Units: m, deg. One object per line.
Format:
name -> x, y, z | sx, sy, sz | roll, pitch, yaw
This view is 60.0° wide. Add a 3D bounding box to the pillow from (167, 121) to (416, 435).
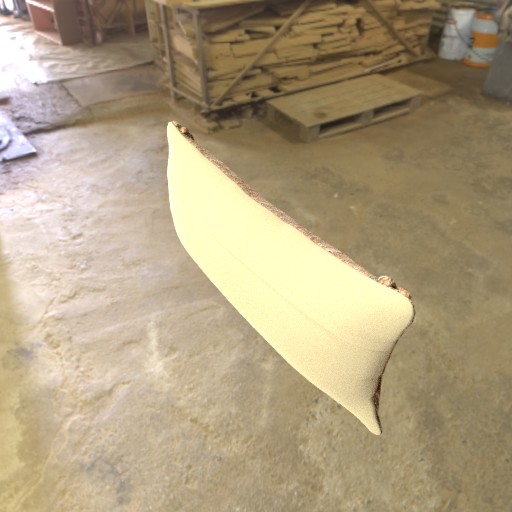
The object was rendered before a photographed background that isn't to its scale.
pillow -> 0.000, 0.000, 0.771 | 0.139, 0.282, 0.635 | -24, 46, -26
